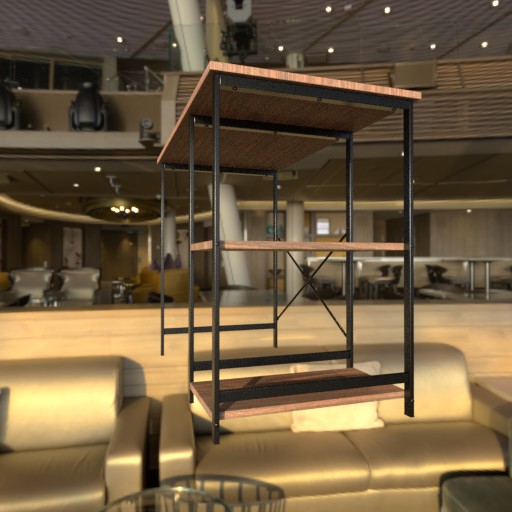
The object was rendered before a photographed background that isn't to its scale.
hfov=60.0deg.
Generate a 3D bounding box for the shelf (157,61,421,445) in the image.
[{"bbox_3d":[0.000,0.000,1.365,0.498,0.750,0.902,0,-1,-19],"label":"shelf"}]
